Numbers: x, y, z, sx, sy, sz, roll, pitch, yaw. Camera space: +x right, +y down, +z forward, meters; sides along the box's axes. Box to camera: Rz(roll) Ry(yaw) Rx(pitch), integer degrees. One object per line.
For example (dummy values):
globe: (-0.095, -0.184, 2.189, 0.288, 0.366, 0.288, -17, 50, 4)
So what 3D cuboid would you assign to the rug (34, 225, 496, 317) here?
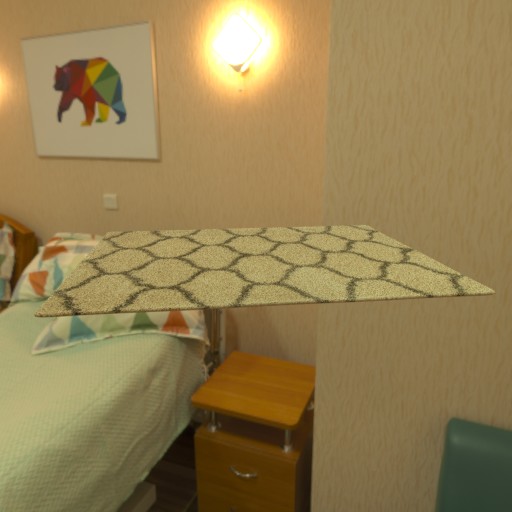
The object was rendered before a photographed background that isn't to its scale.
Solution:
rug: (0.000, 0.000, 3.962, 3.000, 0.026, 2.399, -2, 15, -7)
